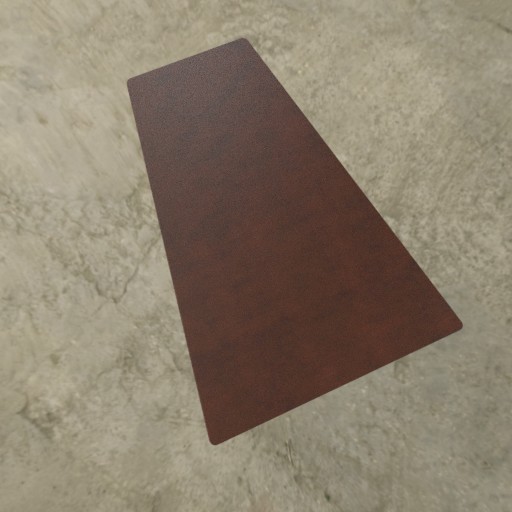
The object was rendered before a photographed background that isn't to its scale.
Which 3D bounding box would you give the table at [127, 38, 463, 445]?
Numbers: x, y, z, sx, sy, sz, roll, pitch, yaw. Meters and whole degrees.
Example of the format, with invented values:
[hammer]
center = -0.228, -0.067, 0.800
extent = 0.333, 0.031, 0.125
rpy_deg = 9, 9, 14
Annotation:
[table]
center = 0.000, 0.000, 0.983
extent = 0.399, 0.589, 0.605
rpy_deg = -23, 75, -7
